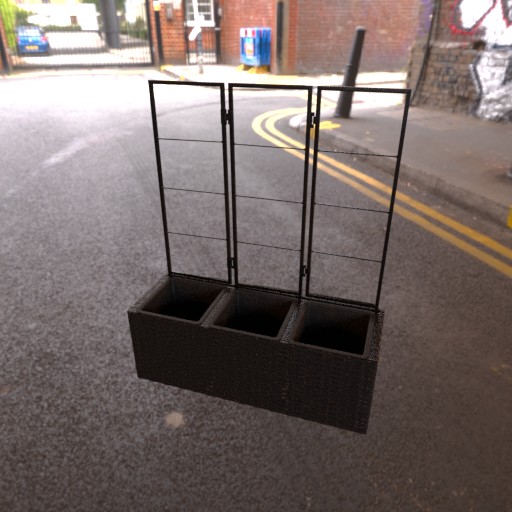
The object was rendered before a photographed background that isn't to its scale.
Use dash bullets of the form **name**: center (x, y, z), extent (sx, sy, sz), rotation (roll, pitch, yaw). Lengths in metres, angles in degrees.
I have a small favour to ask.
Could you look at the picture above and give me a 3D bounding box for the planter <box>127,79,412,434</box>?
- **planter**: center (0.000, 0.000, 1.184), extent (0.698, 0.841, 0.244), rotation (9, 28, 16)
